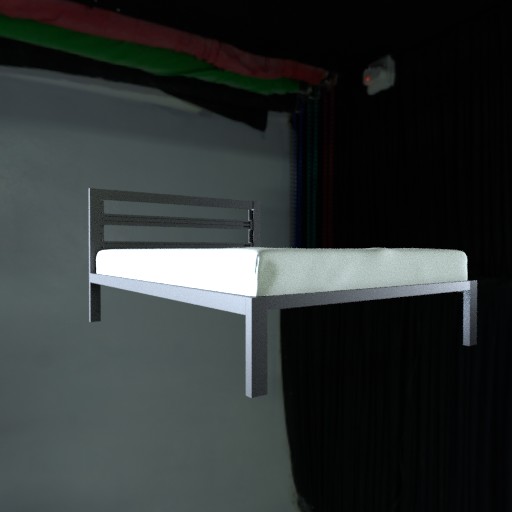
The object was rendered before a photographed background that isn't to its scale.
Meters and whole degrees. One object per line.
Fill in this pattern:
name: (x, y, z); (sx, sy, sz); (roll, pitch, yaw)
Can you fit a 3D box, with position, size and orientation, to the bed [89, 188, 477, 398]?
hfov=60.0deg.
bed: (0.000, 0.000, 2.839); (1.524, 0.967, 2.062); (-1, 1, -36)
